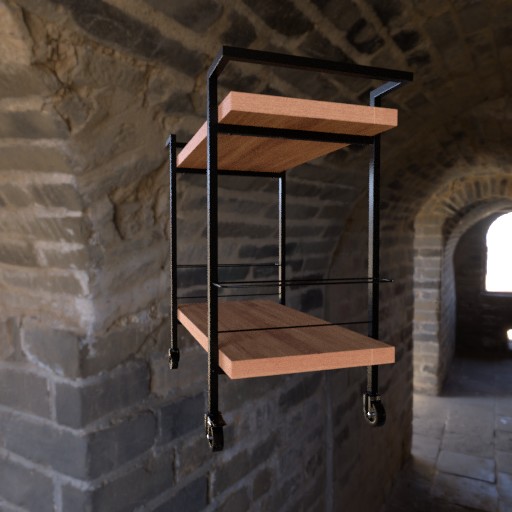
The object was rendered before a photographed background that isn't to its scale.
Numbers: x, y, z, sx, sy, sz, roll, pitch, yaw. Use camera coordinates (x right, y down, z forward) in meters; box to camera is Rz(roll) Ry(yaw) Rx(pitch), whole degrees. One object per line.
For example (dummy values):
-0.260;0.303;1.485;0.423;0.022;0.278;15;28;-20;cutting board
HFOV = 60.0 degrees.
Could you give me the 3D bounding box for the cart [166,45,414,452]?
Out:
0.000;0.000;1.224;0.406;0.762;0.806;-1;2;-18;cart
